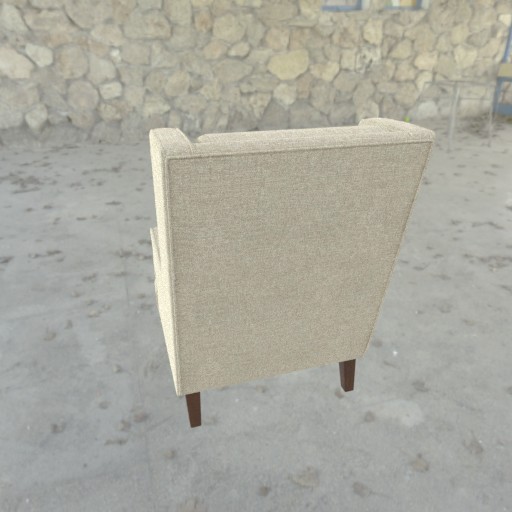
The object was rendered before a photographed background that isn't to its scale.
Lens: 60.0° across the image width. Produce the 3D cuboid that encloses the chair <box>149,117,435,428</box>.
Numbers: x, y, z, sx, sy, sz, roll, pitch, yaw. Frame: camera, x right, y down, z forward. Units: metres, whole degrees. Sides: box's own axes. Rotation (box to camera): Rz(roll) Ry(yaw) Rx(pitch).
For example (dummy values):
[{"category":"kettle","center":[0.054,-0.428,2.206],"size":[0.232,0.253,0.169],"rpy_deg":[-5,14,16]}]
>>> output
[{"category":"chair","center":[0.000,0.000,1.745],"size":[0.764,1.082,0.948],"rpy_deg":[-8,26,-16]}]
